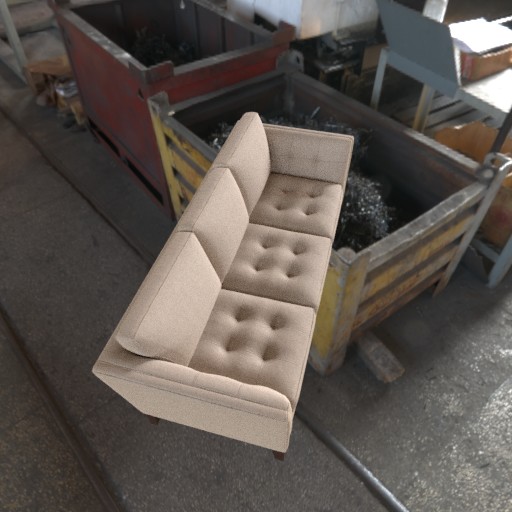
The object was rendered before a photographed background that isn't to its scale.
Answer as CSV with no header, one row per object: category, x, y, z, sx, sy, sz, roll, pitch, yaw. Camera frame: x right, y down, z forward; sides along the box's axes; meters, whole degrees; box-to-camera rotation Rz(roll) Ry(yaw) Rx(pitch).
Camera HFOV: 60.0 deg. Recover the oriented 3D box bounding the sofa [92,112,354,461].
sofa,0.000,0.000,3.005,0.965,0.940,2.388,11,48,11
